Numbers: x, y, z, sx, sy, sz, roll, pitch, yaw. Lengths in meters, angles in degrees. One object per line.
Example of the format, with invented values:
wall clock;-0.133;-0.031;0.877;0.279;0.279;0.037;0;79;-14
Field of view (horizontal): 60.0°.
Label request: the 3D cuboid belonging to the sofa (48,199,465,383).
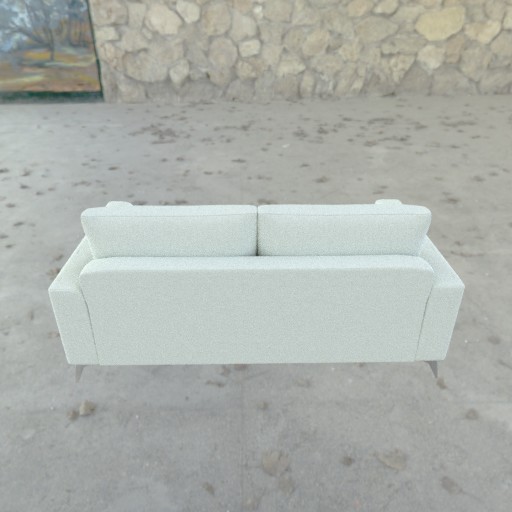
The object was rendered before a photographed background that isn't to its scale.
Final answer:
sofa;0.000;0.000;2.180;1.650;0.790;0.920;0;30;-1
